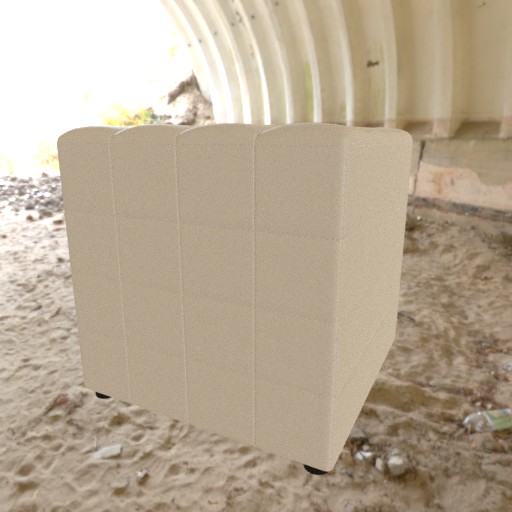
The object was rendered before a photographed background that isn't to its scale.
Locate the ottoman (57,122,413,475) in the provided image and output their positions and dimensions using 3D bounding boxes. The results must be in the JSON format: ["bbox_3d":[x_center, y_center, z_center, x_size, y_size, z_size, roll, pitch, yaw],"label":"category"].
[{"bbox_3d":[0.000,0.000,0.765,0.425,0.432,0.425,8,17,26],"label":"ottoman"}]
